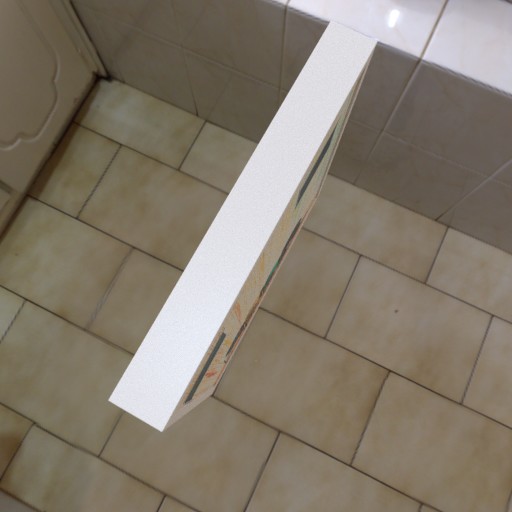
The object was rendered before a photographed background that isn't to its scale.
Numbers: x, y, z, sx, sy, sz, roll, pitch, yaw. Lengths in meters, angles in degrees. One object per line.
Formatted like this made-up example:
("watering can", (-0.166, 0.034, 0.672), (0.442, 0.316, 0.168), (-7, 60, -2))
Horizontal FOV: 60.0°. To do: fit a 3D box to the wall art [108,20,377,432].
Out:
("wall art", (0.000, 0.000, 0.443), (0.038, 0.305, 0.305), (28, 78, 6))
